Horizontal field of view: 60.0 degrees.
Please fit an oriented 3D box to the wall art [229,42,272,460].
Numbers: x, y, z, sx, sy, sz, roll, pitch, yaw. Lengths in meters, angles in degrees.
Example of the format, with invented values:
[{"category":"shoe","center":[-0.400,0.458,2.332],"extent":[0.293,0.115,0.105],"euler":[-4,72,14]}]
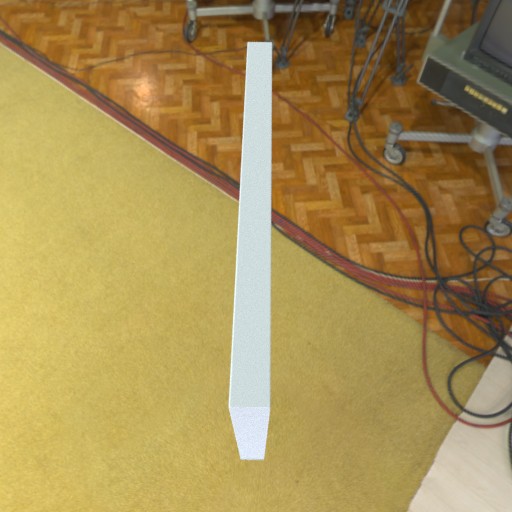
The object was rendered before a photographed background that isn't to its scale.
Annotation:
[{"category":"wall art","center":[0.000,0.000,0.780],"extent":[0.042,0.414,0.608],"euler":[1,59,1]}]
